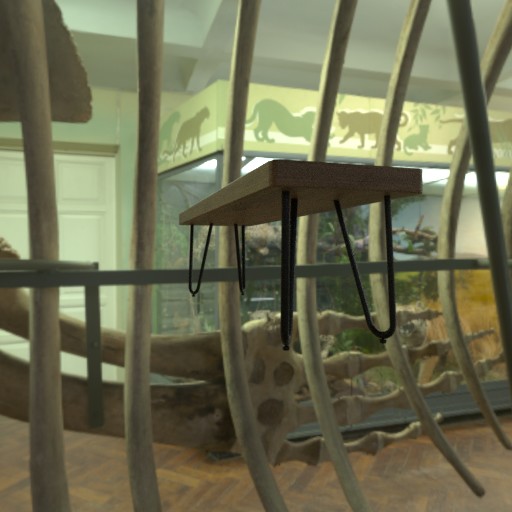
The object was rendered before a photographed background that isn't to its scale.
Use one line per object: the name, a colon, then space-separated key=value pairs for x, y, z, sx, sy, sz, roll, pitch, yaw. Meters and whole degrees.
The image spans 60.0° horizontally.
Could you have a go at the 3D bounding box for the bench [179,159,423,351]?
bench: x=0.000 y=0.000 z=1.827 sx=0.425 sy=0.462 sz=1.570 roll=0 pitch=1 yaw=-18
